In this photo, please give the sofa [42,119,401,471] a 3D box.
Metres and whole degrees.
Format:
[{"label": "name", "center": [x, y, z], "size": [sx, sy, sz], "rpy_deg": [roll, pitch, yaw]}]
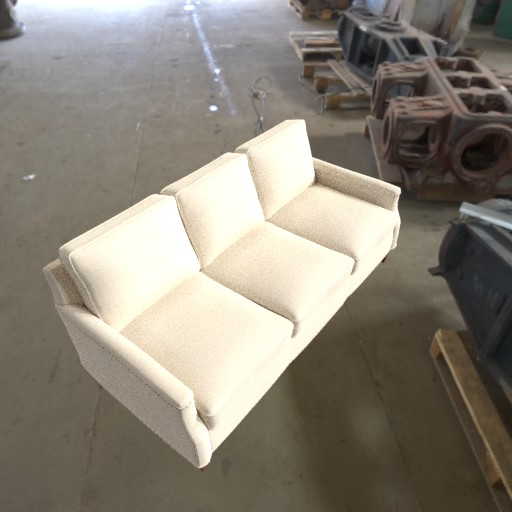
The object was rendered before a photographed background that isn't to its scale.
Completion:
[{"label": "sofa", "center": [0.000, 0.000, 2.852], "size": [1.084, 1.003, 2.246], "rpy_deg": [27, 47, 28]}]
